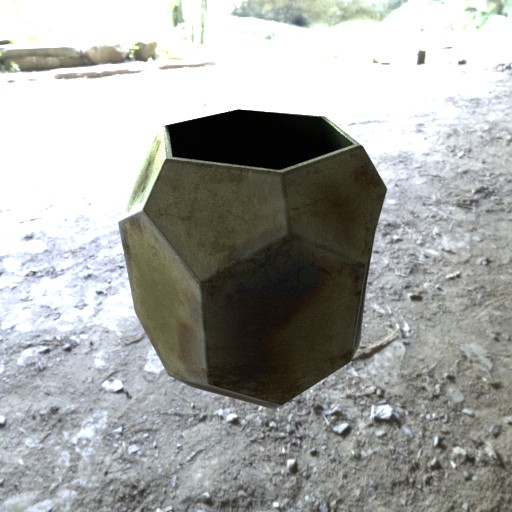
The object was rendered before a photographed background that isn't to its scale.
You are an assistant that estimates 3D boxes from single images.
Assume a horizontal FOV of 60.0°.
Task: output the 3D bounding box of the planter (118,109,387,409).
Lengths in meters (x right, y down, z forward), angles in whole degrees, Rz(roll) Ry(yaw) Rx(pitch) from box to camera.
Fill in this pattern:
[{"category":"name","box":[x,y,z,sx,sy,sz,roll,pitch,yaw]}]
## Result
[{"category":"planter","box":[0.000,0.000,0.430,0.221,0.238,0.243,10,34,15]}]
